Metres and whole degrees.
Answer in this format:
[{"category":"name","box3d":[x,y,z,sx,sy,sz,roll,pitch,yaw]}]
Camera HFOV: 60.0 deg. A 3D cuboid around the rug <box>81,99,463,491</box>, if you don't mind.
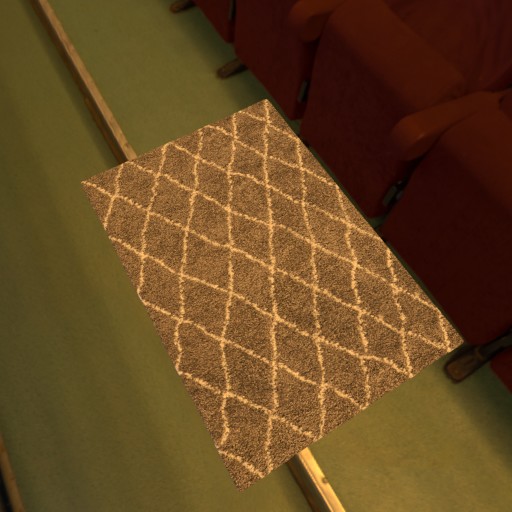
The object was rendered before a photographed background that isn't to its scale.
[{"category":"rug","box3d":[0.000,0.000,2.276,1.219,0.030,1.778,-28,68,-13]}]
